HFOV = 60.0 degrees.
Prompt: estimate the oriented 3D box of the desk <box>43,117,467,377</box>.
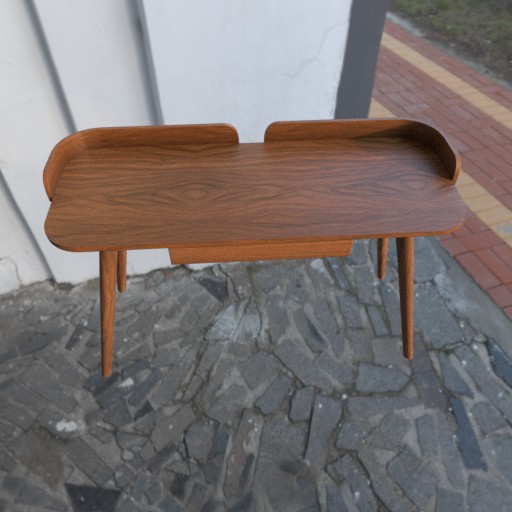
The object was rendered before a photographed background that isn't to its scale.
[{"bbox_3d":[0.000,0.000,1.619,1.256,0.800,0.486,-3,47,-3],"label":"desk"}]
